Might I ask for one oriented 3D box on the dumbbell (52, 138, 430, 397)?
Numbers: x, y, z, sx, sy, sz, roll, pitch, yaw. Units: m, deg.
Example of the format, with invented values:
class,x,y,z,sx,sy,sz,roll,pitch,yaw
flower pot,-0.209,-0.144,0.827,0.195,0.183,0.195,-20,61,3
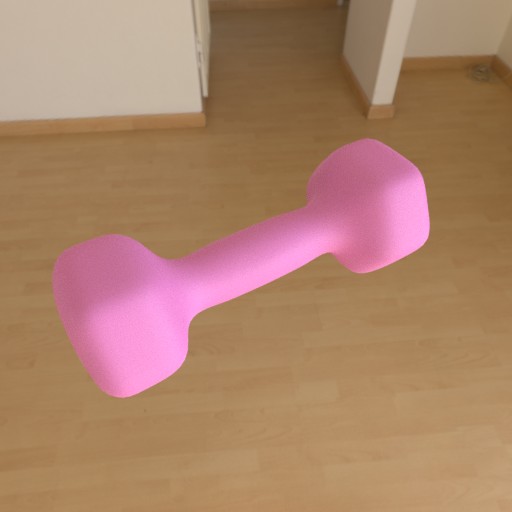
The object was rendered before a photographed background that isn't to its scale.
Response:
class,x,y,z,sx,sy,sz,roll,pitch,yaw
dumbbell,0.000,0.000,0.190,0.159,0.058,0.064,-23,51,-20
